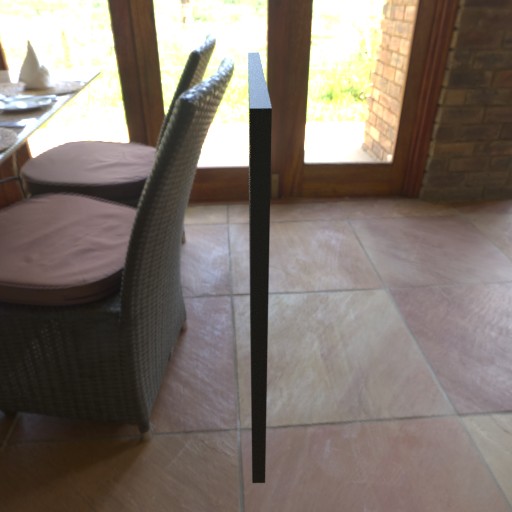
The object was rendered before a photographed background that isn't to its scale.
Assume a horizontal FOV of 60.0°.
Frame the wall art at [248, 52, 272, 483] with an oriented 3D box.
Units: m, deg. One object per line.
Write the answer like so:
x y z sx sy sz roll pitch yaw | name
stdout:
0.000 0.000 1.367 0.038 1.062 0.806 -1 31 -1 | wall art
